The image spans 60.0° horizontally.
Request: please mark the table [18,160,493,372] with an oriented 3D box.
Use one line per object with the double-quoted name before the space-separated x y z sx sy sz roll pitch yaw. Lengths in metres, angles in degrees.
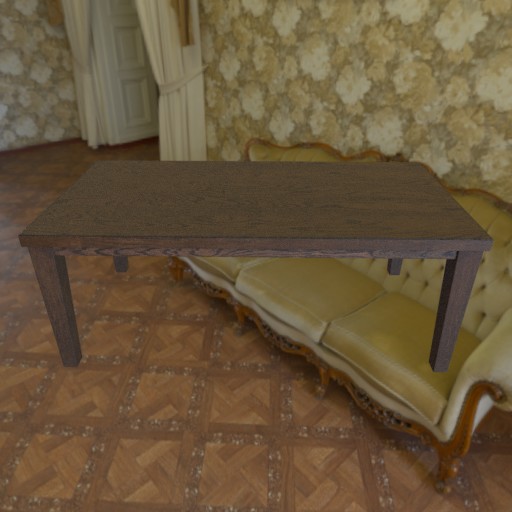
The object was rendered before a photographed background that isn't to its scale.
"table" 0.000 0.000 2.471 1.981 0.762 1.016 1 30 1
